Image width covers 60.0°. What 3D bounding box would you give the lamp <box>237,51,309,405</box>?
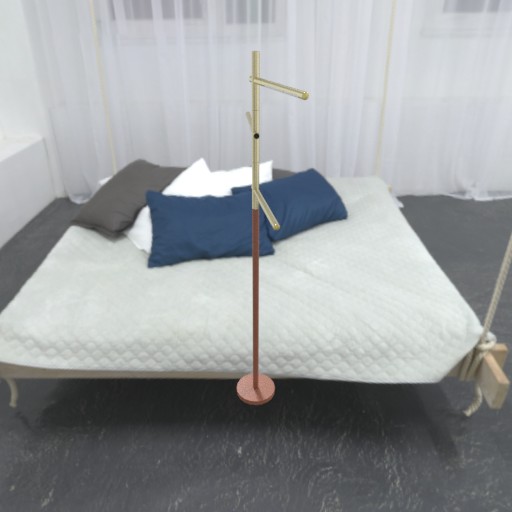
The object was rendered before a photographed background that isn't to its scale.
[{"bbox_3d":[0.000,0.000,2.025,0.209,1.704,0.737,-10,31,-17],"label":"lamp"}]
